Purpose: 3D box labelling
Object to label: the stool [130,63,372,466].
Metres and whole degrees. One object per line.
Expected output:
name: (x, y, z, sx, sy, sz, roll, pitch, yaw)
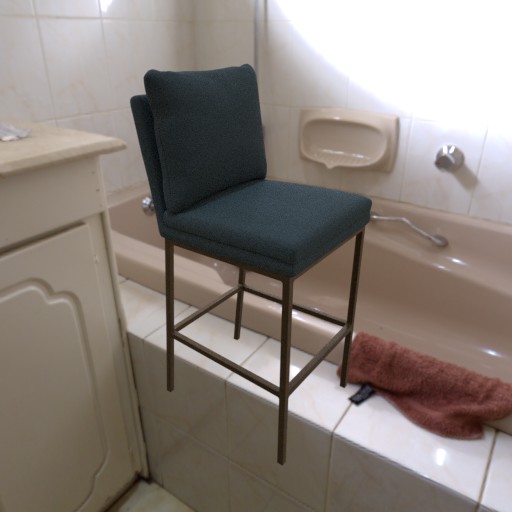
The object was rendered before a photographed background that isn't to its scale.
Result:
stool: (0.000, 0.000, 1.437, 0.568, 1.124, 0.463, 18, 32, 32)
